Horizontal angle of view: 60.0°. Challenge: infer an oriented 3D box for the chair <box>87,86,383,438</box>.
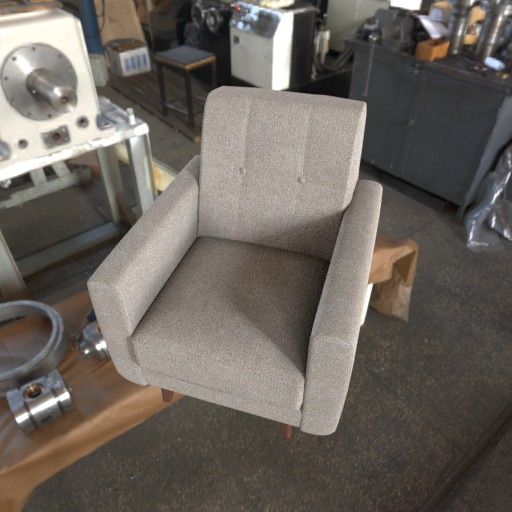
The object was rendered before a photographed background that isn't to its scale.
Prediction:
[{"bbox_3d":[0.000,0.000,1.687,0.845,0.968,0.942,11,41,13],"label":"chair"}]
